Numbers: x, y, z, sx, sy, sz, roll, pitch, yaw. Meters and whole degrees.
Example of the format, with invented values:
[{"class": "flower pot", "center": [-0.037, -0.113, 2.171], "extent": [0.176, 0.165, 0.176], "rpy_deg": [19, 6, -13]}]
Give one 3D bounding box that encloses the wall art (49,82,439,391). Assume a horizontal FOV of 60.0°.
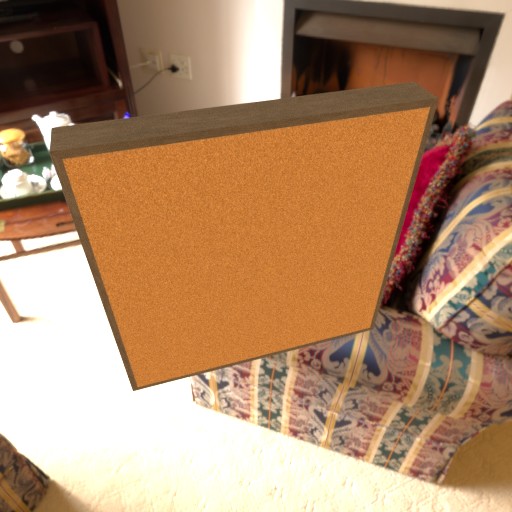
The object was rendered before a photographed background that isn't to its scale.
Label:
[{"class": "wall art", "center": [0.000, 0.000, 0.446], "extent": [0.303, 0.302, 0.038], "rpy_deg": [-12, 44, -12]}]
